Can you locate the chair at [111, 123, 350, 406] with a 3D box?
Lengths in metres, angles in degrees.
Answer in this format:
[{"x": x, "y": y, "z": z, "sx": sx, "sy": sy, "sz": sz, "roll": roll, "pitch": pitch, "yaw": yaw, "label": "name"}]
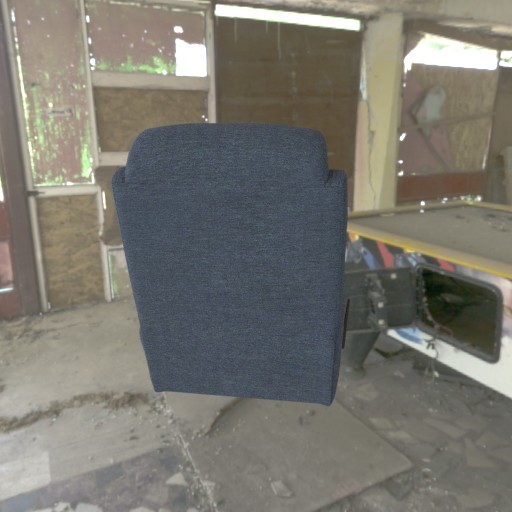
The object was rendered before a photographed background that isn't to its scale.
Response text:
[{"x": 0.000, "y": 0.000, "z": 1.797, "sx": 0.798, "sy": 1.013, "sz": 1.043, "roll": 2, "pitch": 15, "yaw": 8, "label": "chair"}]
